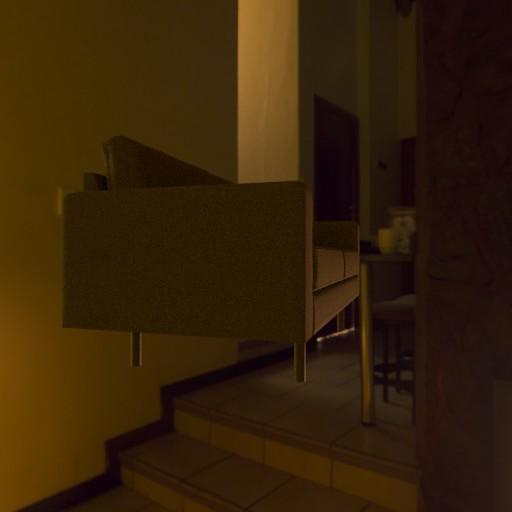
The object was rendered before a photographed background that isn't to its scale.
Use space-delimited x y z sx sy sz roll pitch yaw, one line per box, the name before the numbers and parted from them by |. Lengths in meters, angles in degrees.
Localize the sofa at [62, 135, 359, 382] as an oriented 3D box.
sofa | 0.000 0.000 2.242 0.889 0.897 1.730 0 0 18
